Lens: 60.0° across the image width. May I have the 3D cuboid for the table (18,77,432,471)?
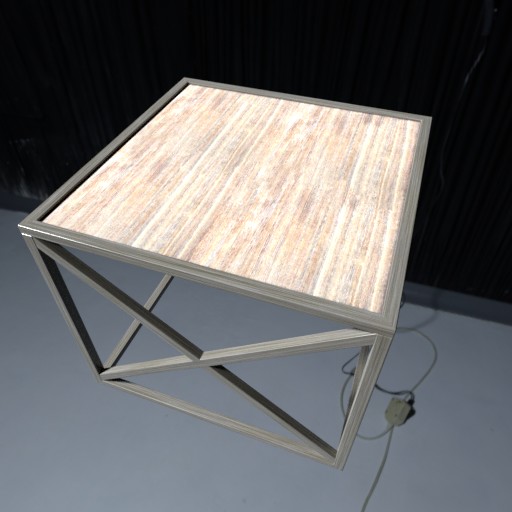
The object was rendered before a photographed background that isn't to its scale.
[{"bbox_3d":[0.000,0.000,1.033,0.611,0.507,0.609,14,47,14],"label":"table"}]
